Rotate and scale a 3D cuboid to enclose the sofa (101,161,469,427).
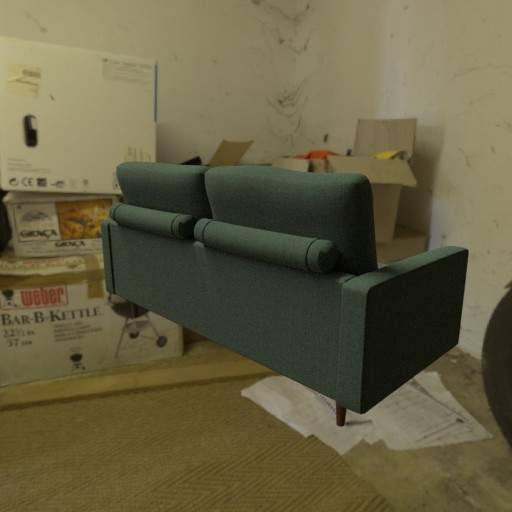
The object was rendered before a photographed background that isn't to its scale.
[{"bbox_3d":[0.000,0.000,2.530,0.966,1.050,2.010,-13,19,-43],"label":"sofa"}]
